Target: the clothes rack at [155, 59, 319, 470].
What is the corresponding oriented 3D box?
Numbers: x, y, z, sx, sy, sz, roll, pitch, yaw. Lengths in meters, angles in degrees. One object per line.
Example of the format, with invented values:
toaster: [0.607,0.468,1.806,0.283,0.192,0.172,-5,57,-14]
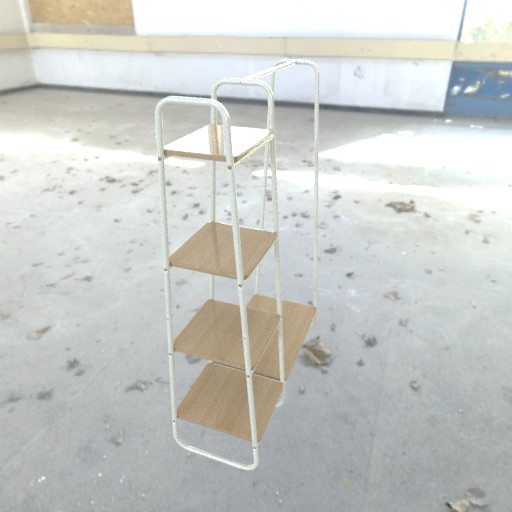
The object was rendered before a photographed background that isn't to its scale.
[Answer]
clothes rack: [0.000,0.000,1.955,0.400,1.500,1.011,11,31,18]
